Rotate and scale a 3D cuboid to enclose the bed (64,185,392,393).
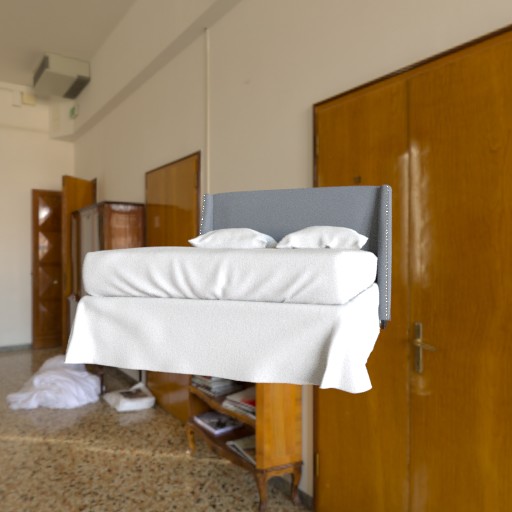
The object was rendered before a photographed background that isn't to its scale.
[{"bbox_3d":[0.000,0.000,3.445,1.925,1.332,2.276,0,0,20],"label":"bed"}]
